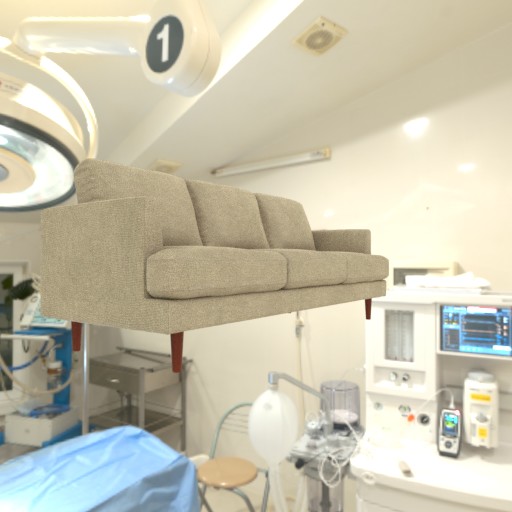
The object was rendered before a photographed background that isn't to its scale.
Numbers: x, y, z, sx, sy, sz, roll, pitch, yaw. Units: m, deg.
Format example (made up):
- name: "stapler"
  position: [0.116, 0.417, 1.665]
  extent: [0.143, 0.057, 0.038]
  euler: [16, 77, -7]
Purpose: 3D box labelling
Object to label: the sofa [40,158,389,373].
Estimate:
- name: "sofa"
  position: [0.000, 0.000, 2.714]
  extent: [0.903, 0.930, 2.246]
  euler: [-1, -1, 36]
